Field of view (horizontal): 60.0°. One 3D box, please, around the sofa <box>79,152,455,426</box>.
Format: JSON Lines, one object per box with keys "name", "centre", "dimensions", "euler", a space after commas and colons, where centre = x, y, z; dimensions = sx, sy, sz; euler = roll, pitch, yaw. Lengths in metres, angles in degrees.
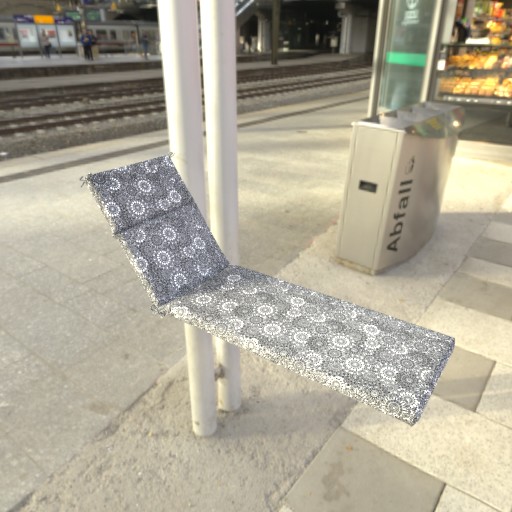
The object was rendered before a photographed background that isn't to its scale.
{"name": "sofa", "centre": [0.000, 0.000, 1.955], "dimensions": [1.663, 0.622, 0.582], "euler": [17, 31, 31]}
